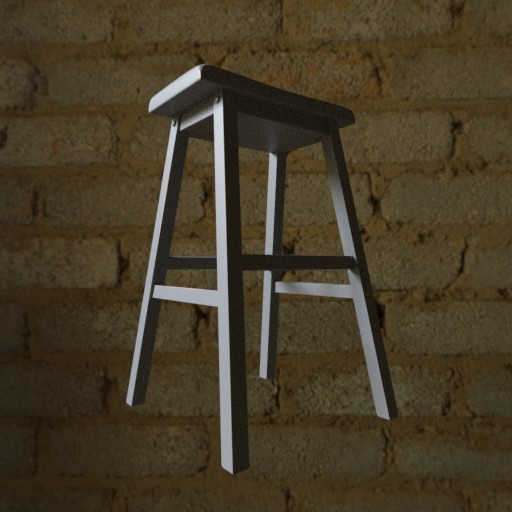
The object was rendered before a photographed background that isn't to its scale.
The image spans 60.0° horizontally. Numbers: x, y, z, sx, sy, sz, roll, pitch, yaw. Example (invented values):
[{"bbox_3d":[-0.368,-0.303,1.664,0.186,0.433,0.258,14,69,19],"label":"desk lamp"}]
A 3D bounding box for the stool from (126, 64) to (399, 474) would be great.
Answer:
[{"bbox_3d":[0.000,0.000,1.068,0.457,0.737,0.476,1,-1,-37],"label":"stool"}]
